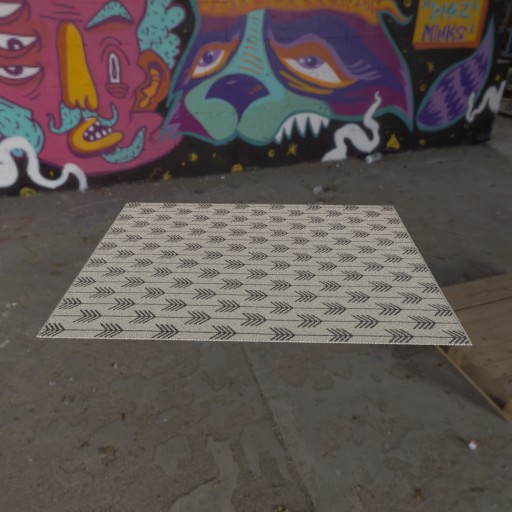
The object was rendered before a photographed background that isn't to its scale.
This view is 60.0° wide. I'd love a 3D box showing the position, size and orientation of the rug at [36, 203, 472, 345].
[{"bbox_3d":[0.000,0.000,4.101,3.061,0.010,2.330,1,31,1],"label":"rug"}]
